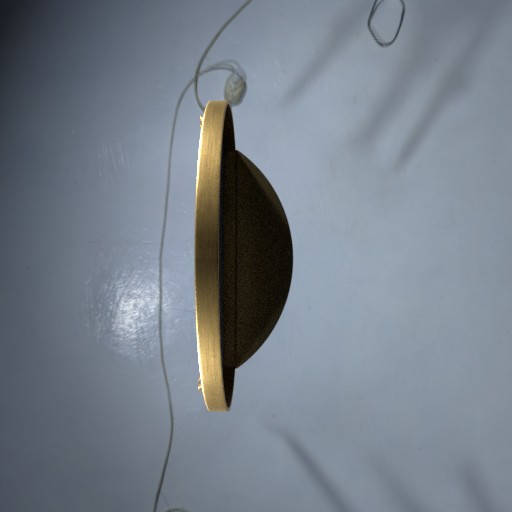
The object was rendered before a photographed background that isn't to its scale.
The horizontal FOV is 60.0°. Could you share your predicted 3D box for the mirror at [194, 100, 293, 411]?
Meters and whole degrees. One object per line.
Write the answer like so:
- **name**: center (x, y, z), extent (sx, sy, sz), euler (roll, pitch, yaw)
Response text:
- **mirror**: center (0.000, 0.000, 0.690), extent (0.133, 0.457, 0.457), euler (0, 88, 0)
